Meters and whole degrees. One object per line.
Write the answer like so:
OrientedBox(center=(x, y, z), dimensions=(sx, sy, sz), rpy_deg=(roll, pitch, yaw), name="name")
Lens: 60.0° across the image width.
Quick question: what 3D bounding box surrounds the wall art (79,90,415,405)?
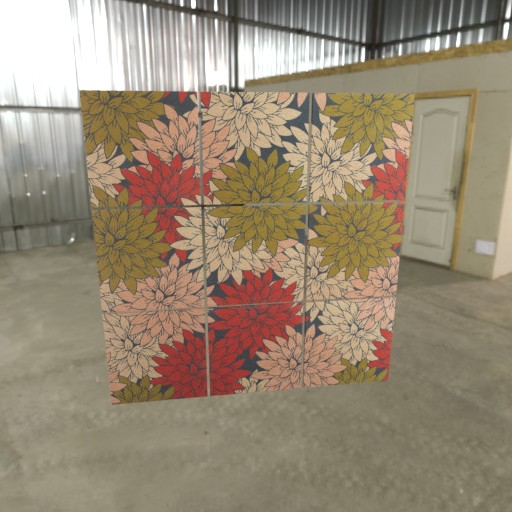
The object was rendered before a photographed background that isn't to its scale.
OrientedBox(center=(0.000, 0.000, 1.315), dimensions=(0.904, 0.913, 0.013), rpy_deg=(-2, 16, -8), name="wall art")
